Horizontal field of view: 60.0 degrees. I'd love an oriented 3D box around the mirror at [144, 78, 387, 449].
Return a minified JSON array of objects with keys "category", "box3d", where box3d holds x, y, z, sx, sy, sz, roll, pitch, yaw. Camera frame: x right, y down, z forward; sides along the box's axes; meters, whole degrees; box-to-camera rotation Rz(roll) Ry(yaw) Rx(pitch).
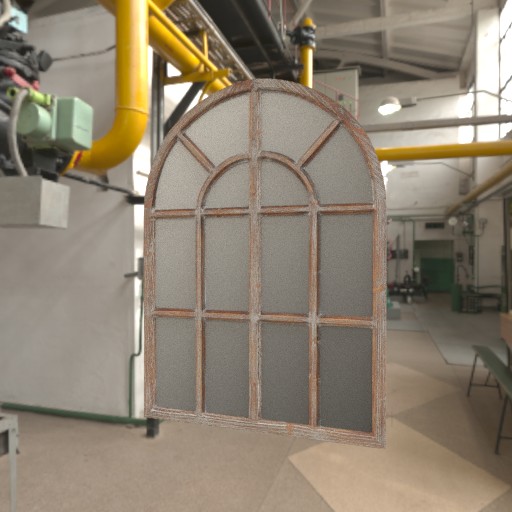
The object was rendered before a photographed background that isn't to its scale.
[{"category":"mirror","box3d":[0.000,0.000,1.171,0.660,0.920,0.032,0,1,18]}]
